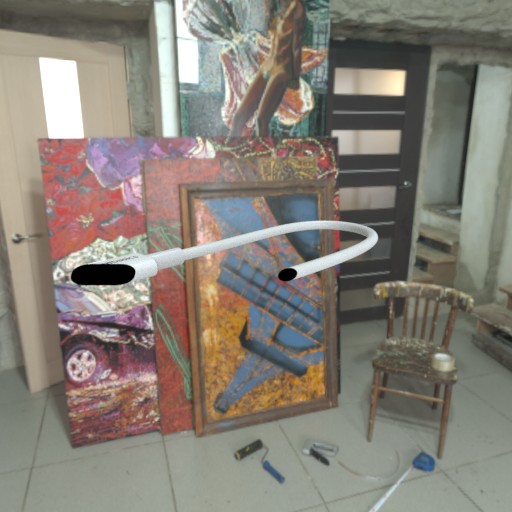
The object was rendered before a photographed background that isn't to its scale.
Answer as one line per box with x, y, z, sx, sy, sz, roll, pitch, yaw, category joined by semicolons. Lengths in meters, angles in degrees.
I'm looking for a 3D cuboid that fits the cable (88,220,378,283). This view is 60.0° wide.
0.000;0.000;0.115;0.040;0.006;0.098;14;21;41;cable
